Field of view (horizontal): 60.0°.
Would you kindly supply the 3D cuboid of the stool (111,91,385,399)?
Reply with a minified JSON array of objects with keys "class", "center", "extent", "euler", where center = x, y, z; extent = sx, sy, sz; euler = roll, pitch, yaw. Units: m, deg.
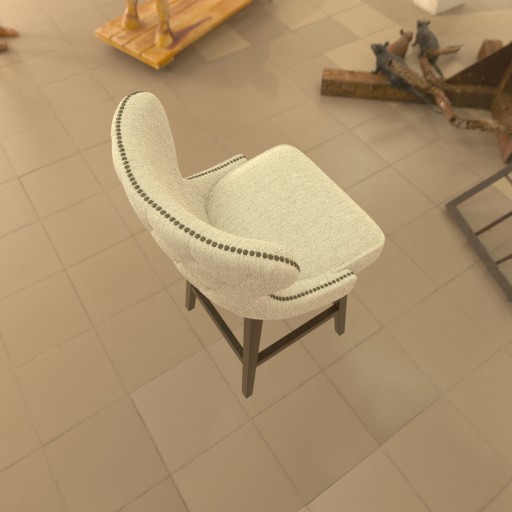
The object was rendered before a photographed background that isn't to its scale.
[{"class":"stool","center":[0.000,0.000,1.345],"extent":[0.597,0.972,0.615],"euler":[-30,61,-18]}]
